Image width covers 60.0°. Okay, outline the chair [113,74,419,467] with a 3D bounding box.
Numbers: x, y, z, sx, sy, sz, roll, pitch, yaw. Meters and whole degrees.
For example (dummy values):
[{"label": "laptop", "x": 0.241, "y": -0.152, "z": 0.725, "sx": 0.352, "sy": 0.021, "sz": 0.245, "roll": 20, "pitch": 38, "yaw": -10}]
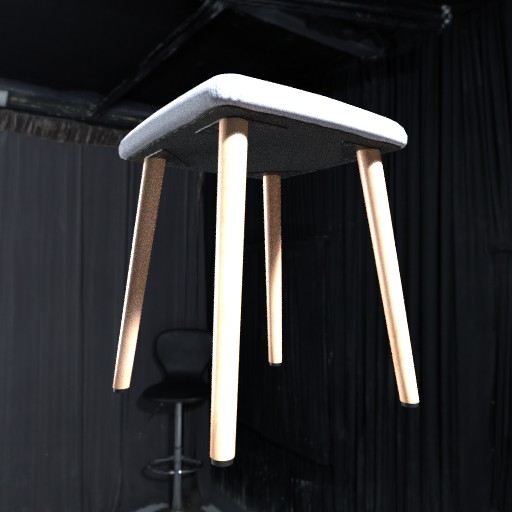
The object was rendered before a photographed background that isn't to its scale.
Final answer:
[{"label": "chair", "x": 0.000, "y": 0.000, "z": 0.691, "sx": 0.350, "sy": 0.440, "sz": 0.350, "roll": 1, "pitch": -1, "yaw": -36}]
